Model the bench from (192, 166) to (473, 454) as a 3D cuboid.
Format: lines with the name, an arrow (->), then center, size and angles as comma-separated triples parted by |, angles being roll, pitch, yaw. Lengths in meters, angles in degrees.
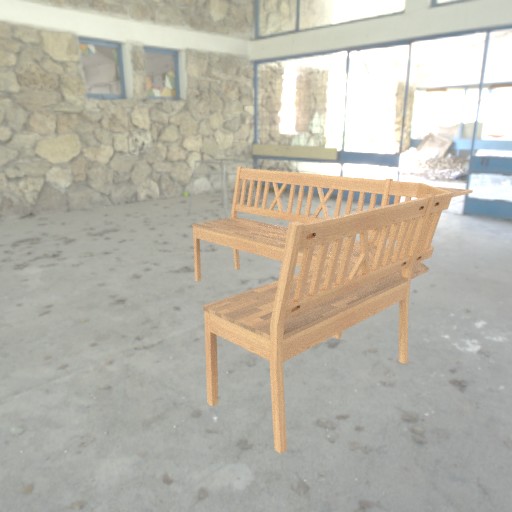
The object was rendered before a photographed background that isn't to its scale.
bench -> 0.000, 0.000, 2.720 | 1.537, 0.902, 1.937 | -15, 21, -42
